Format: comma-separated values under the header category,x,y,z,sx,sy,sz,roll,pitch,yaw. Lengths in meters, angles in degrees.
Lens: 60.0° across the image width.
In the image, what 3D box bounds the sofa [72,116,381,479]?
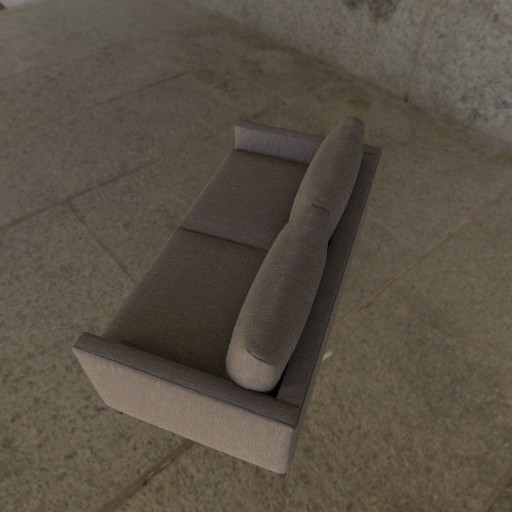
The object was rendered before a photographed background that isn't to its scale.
category,x,y,z,sx,sy,sz,roll,pitch,yaw
sofa,0.000,0.000,2.168,0.875,0.840,1.682,15,50,14
